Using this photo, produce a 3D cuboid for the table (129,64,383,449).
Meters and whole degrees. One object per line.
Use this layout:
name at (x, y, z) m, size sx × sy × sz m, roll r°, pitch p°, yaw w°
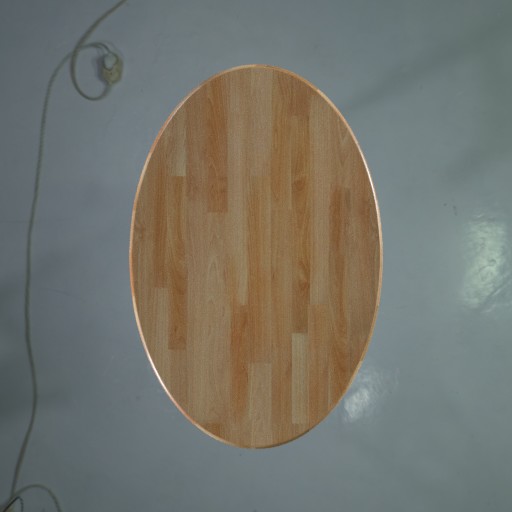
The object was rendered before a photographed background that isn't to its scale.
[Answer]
table at (0.000, 0.000, 1.411) m, size 0.690 × 0.490 × 1.040 m, roll 0°, pitch 90°, yaw 0°
